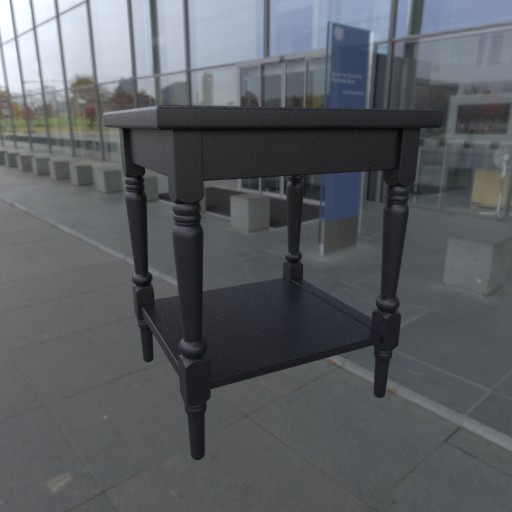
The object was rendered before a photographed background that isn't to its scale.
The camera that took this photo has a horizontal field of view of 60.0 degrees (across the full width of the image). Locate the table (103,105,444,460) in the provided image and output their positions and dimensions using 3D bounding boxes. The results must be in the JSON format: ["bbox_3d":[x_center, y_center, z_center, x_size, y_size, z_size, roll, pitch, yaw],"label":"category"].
[{"bbox_3d":[0.000,0.000,0.910,0.488,0.565,0.442,-8,19,-25],"label":"table"}]
